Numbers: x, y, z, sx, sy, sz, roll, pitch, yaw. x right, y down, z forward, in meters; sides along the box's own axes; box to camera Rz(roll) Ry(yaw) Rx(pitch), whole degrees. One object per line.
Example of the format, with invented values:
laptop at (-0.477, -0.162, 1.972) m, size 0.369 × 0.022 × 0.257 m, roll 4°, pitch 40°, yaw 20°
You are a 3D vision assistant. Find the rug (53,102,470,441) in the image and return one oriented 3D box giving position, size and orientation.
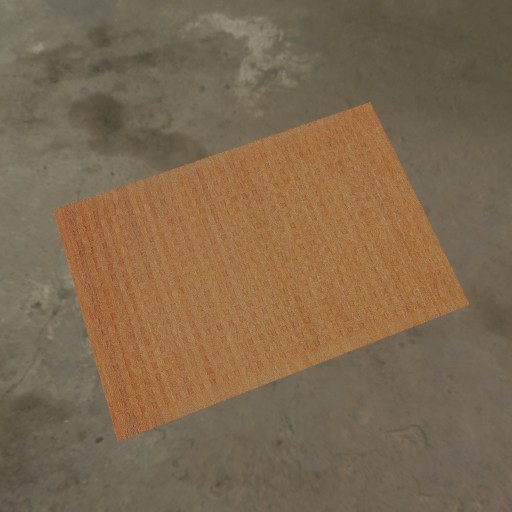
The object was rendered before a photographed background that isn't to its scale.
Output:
rug at (0.000, 0.000, 2.850) m, size 2.285 × 0.006 × 1.524 m, roll -20°, pitch 77°, yaw -5°
